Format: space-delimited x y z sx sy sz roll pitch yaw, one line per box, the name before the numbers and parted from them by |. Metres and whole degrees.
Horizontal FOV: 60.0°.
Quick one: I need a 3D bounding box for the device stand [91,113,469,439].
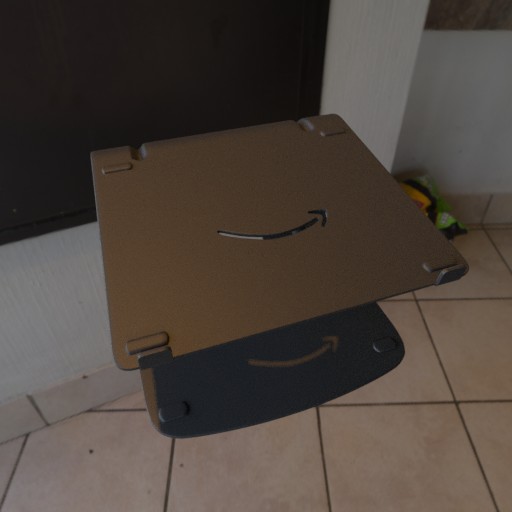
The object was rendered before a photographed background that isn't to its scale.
device stand | 0.000 0.000 0.398 0.256 0.155 0.236 -13 43 -15
